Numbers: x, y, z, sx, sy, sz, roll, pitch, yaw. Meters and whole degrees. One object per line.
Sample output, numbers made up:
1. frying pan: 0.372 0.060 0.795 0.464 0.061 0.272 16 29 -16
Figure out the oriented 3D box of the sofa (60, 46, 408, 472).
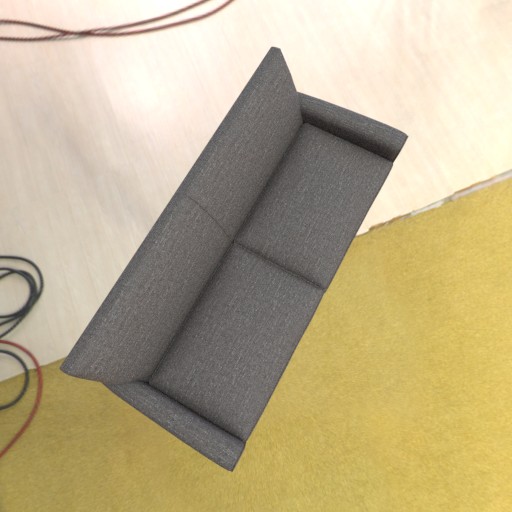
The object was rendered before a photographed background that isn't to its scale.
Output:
1. sofa: 0.000 0.000 2.455 0.875 0.846 1.976 28 76 8
